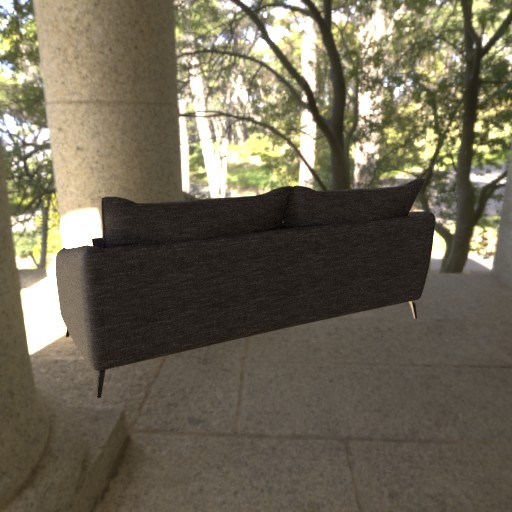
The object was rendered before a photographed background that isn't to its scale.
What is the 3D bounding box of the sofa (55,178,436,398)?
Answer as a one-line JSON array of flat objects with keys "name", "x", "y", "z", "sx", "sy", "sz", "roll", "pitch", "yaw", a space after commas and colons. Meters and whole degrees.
[{"name": "sofa", "x": 0.000, "y": 0.000, "z": 2.462, "sx": 2.019, "sy": 0.843, "sz": 0.807, "roll": -8, "pitch": 17, "yaw": -26}]
